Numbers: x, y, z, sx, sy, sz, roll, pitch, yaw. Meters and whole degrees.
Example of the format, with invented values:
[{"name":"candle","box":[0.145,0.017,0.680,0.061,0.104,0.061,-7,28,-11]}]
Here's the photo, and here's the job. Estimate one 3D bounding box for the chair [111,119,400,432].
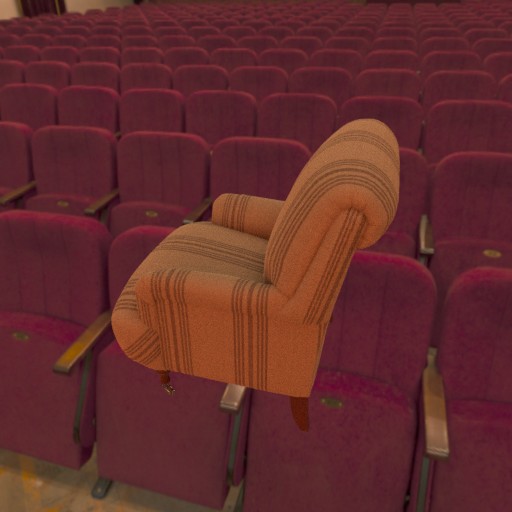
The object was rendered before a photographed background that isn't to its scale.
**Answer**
[{"name":"chair","box":[0.000,0.000,1.643,0.914,0.940,0.813,8,31,14]}]
